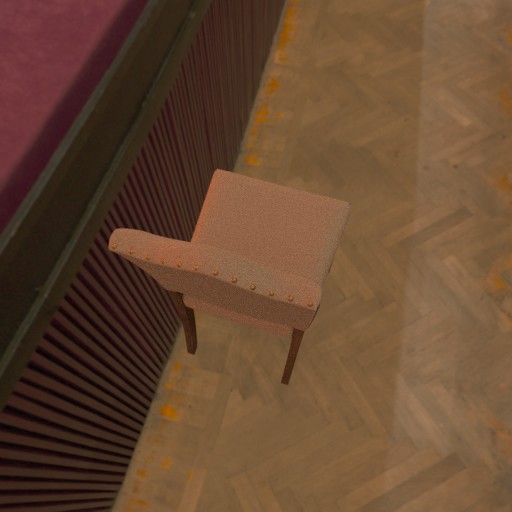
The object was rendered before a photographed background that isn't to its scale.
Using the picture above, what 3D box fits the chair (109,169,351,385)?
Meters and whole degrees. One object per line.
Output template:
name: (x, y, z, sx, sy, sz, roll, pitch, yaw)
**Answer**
chair: (0.000, 0.000, 1.399, 0.508, 1.020, 0.620, 16, 64, 8)
